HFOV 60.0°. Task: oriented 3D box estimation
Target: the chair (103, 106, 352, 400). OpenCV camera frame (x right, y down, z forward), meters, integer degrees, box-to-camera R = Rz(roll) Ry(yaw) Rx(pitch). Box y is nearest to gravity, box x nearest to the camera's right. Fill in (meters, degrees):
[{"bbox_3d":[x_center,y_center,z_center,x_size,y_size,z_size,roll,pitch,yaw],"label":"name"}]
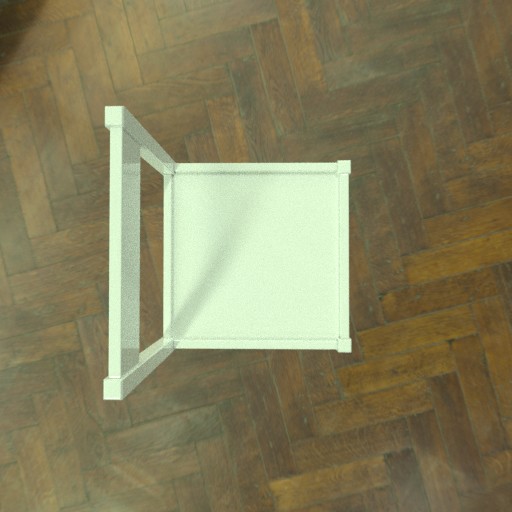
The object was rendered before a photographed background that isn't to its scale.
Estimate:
[{"bbox_3d":[0.000,0.000,0.674,0.285,0.505,0.285,0,89,1],"label":"chair"}]
